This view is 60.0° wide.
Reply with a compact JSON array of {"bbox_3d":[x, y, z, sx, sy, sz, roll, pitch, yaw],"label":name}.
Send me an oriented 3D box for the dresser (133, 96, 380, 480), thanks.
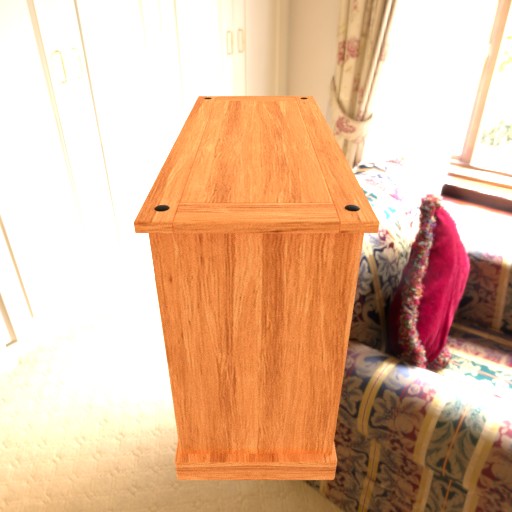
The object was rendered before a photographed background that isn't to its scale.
[{"bbox_3d":[0.000,0.000,1.348,0.410,0.740,0.990,0,31,0],"label":"dresser"}]
